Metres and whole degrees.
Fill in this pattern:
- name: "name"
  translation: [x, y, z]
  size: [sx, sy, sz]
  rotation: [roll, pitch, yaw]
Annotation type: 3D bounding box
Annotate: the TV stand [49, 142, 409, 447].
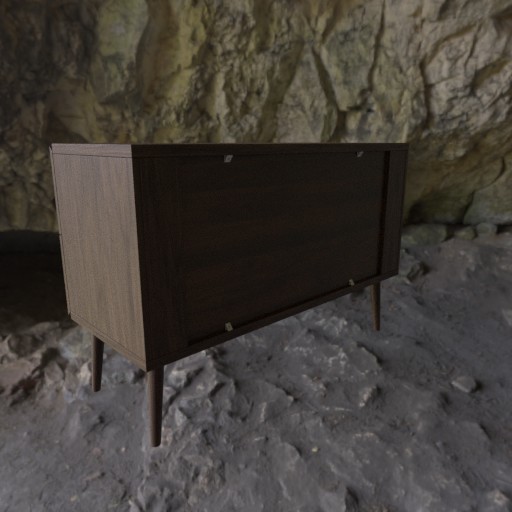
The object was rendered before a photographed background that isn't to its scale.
- name: "TV stand"
  translation: [0.000, 0.000, 1.337]
  size: [0.990, 0.660, 0.405]
  rotation: [-13, 20, -42]
